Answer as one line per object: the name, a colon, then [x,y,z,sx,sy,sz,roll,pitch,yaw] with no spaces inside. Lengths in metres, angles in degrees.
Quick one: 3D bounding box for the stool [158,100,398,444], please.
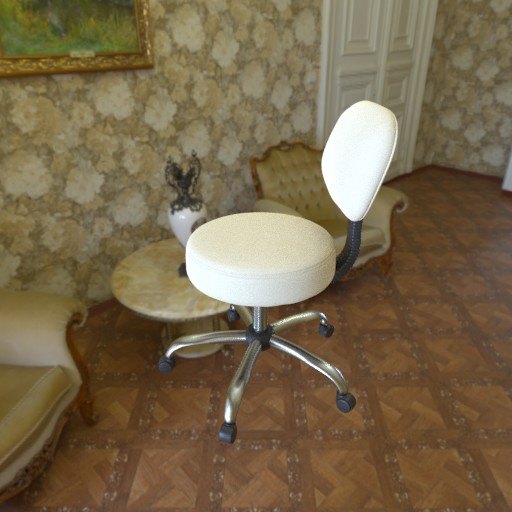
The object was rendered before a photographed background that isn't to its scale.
stool: [0.000,0.000,1.240,0.616,0.810,0.609,0,26,-1]
